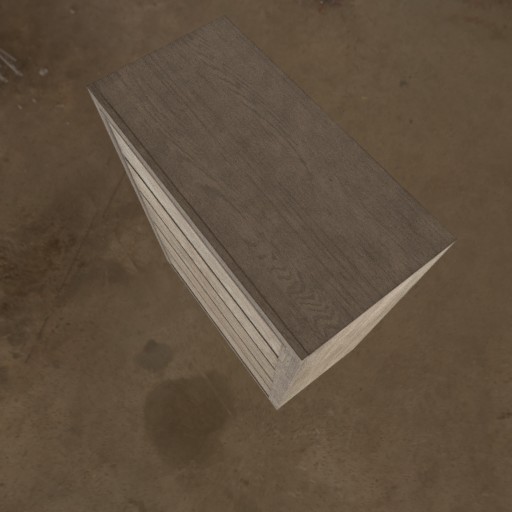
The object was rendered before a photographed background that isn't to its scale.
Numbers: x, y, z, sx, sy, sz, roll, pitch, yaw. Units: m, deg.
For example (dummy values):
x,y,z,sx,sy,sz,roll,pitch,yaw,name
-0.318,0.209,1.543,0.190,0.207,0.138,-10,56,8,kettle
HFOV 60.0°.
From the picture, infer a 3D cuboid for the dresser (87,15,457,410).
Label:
x,y,z,sx,sy,sz,roll,pitch,yaw,name
0.000,0.000,1.753,0.483,1.295,0.967,-35,71,-14,dresser
